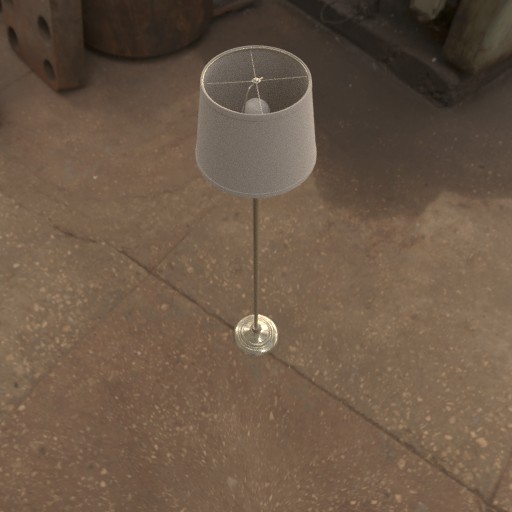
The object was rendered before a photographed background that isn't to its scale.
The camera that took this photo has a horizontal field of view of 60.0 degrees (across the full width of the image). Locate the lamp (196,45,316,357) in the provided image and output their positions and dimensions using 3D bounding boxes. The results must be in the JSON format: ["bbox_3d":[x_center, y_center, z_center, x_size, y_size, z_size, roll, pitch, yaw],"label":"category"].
[{"bbox_3d":[0.000,0.000,1.644,0.327,1.506,0.327,34,63,20],"label":"lamp"}]
